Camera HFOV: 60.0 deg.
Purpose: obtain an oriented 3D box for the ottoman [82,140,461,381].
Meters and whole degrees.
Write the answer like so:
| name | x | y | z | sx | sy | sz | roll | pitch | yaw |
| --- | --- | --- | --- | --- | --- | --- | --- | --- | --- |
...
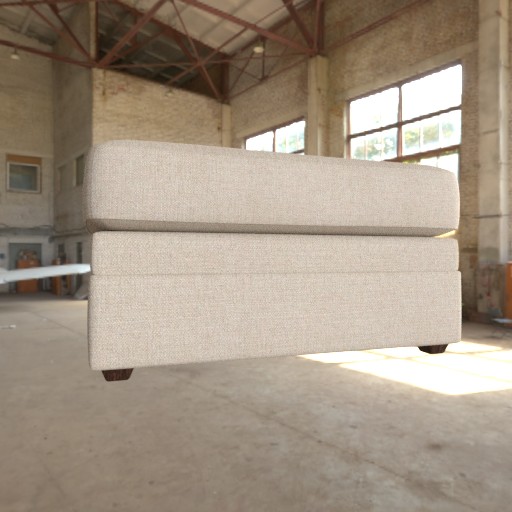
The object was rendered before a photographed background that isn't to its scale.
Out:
| name | x | y | z | sx | sy | sz | roll | pitch | yaw |
| --- | --- | --- | --- | --- | --- | --- | --- | --- | --- |
| ottoman | 0.000 | 0.000 | 1.220 | 0.885 | 0.478 | 0.637 | 0 | 0 | -19 |
